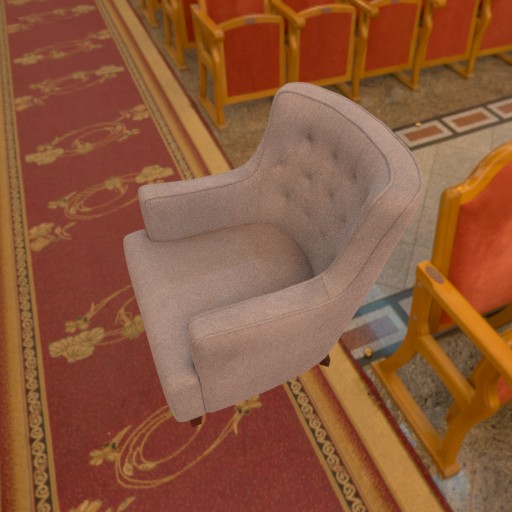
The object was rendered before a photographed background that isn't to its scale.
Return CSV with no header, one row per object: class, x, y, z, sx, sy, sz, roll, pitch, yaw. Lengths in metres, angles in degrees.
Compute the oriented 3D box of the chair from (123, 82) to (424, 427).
chair,0.000,0.000,1.644,0.910,0.919,0.781,-17,49,-15
